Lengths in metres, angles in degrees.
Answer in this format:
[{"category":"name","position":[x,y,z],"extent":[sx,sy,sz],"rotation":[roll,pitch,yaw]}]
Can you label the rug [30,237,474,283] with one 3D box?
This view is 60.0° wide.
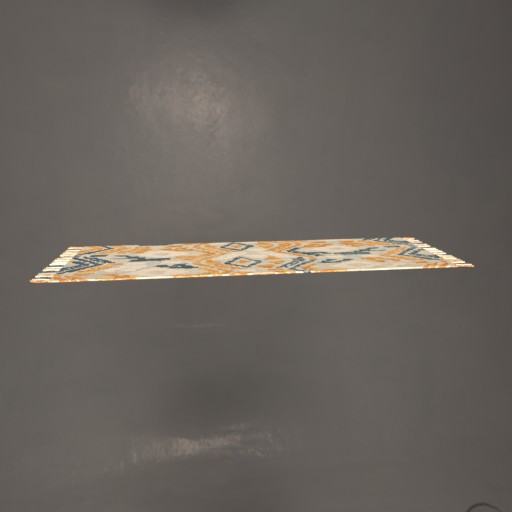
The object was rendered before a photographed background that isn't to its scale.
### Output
[{"category":"rug","position":[0.000,0.000,2.769],"extent":[2.437,0.010,0.783],"rotation":[-2,15,-7]}]
